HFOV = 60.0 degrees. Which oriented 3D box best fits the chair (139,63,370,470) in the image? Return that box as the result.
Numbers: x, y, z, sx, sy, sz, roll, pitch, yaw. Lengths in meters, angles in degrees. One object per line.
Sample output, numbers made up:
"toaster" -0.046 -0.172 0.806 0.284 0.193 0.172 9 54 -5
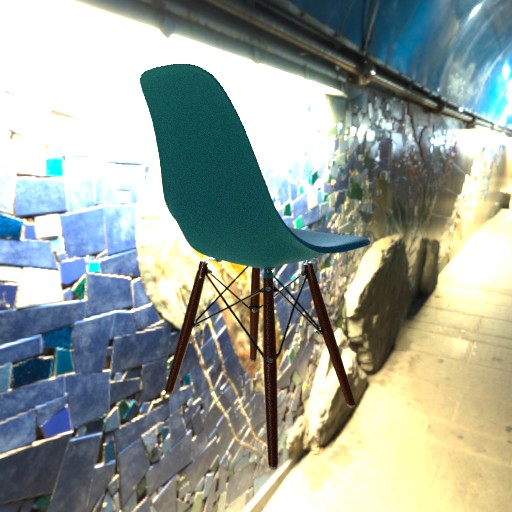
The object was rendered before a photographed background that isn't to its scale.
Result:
"chair" 0.000 0.000 1.117 0.533 0.826 0.470 -13 18 -44
